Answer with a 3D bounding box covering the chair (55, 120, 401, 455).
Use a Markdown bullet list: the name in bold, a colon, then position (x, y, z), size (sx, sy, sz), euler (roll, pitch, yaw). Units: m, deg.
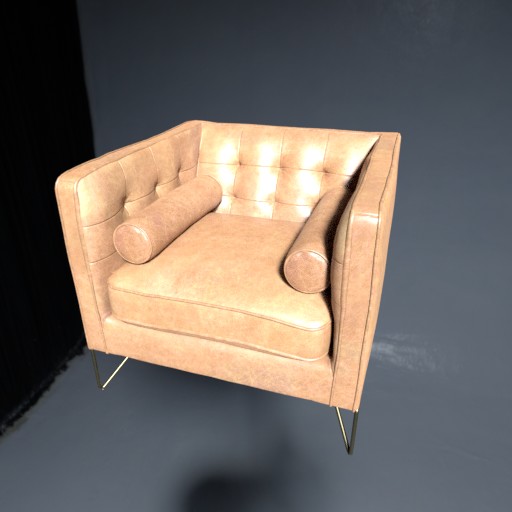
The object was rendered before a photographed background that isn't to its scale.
- **chair**: position (0.000, 0.000, 1.638), size (0.920, 0.797, 0.912), euler (8, 28, 16)
